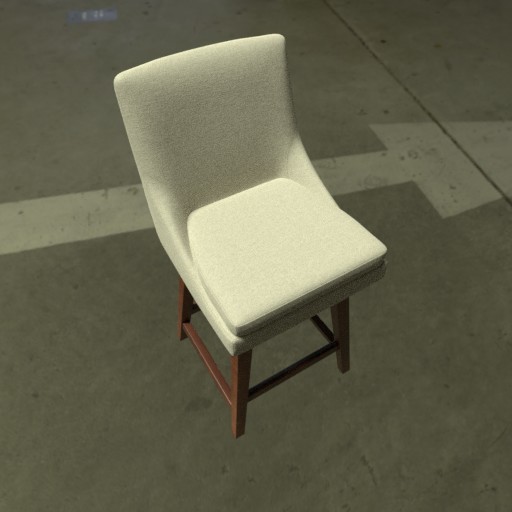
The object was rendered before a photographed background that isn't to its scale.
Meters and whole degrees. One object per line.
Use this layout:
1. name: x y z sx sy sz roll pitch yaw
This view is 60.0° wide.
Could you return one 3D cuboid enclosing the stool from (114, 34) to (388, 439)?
1. stool: 0.000 0.000 1.275 0.469 0.991 0.559 -24 52 -20
